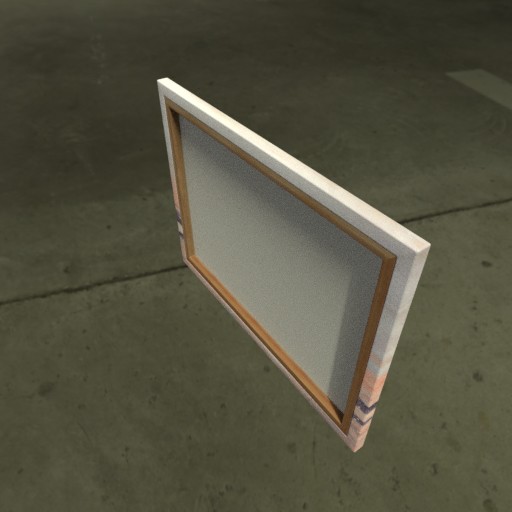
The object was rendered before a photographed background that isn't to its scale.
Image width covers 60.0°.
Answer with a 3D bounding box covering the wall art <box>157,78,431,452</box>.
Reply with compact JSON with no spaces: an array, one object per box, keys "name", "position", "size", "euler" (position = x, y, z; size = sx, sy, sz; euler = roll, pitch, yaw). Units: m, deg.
[{"name":"wall art","position":[0.000,0.000,1.336],"size":[0.038,0.763,1.015],"euler":[-25,47,-26]}]
